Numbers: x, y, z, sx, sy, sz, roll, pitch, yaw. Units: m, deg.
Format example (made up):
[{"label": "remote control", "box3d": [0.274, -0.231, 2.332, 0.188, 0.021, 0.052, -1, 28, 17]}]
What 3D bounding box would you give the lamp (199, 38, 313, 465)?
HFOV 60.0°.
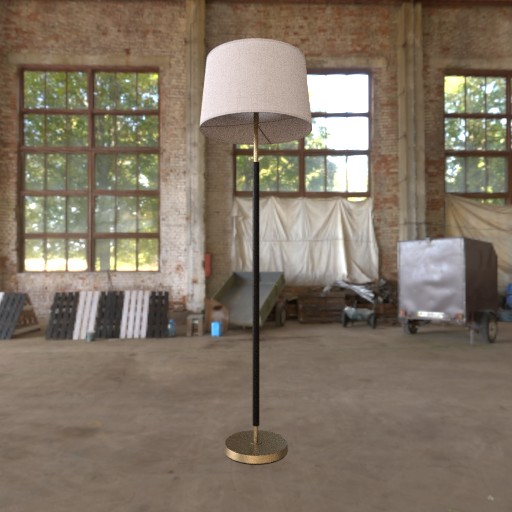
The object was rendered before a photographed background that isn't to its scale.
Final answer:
[{"label": "lamp", "box3d": [0.000, 0.000, 1.655, 0.420, 1.447, 0.420, 0, 0, 0]}]
